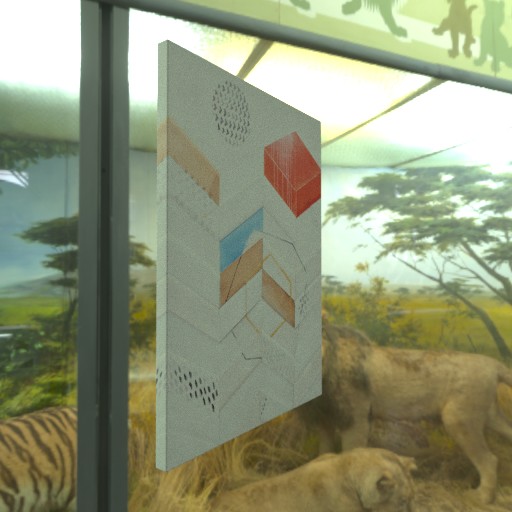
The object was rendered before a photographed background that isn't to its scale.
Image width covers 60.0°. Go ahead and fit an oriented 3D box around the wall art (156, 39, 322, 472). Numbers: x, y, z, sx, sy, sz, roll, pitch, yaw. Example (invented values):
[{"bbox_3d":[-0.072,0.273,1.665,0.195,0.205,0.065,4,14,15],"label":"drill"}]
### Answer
[{"bbox_3d":[0.000,0.000,1.352,0.045,1.014,0.759,-1,-1,37],"label":"wall art"}]
